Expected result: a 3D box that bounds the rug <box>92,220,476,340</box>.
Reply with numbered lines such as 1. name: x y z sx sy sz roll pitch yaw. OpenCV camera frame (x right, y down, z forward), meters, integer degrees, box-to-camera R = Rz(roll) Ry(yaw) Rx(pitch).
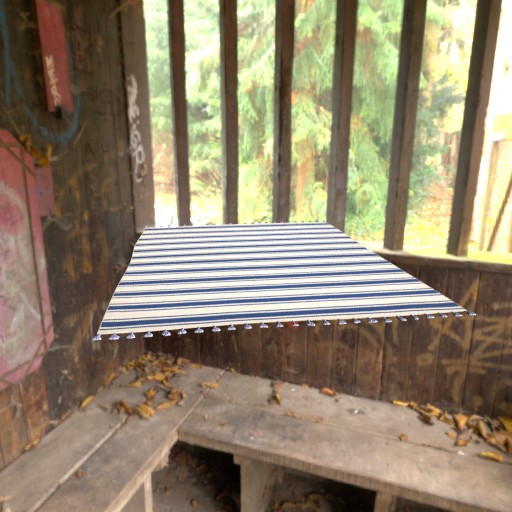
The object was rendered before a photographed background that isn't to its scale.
1. rug: 0.000 0.000 4.394 2.471 0.016 3.416 -2 16 -8
